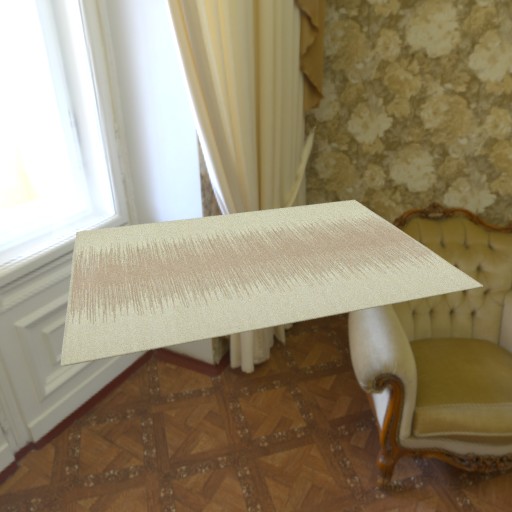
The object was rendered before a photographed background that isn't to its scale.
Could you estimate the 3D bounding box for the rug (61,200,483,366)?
[{"bbox_3d":[0.000,0.000,2.347,1.850,0.006,1.234,-8,28,-15],"label":"rug"}]
